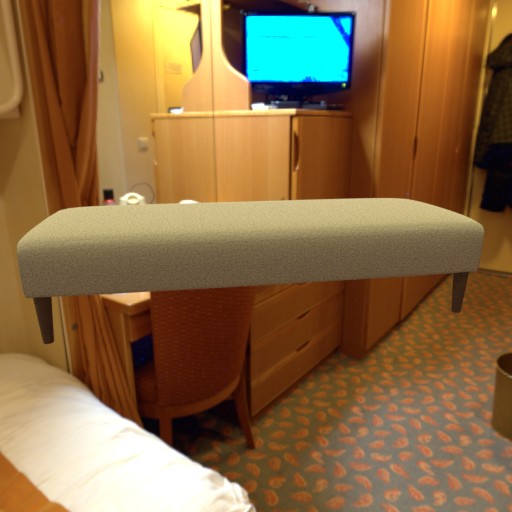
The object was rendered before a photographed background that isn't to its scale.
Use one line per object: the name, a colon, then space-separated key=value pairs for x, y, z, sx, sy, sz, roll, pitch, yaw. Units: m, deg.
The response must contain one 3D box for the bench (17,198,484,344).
bench: x=0.000 y=0.000 z=1.798 sx=1.598 sy=0.383 sz=0.631 roll=-3 pitch=16 yaw=-10
